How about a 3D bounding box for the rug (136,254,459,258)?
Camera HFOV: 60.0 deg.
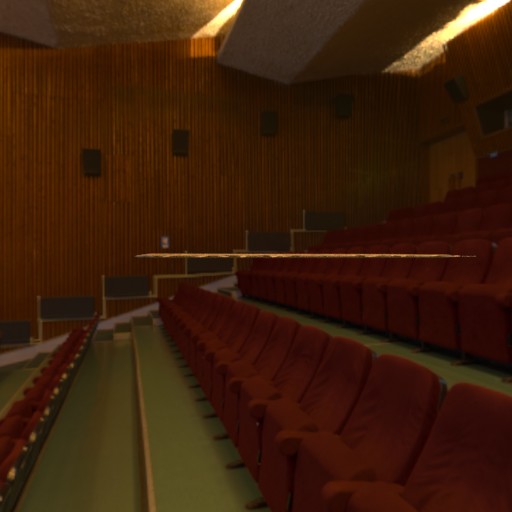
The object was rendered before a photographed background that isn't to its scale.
[{"bbox_3d":[0.000,0.000,3.177,1.619,0.023,2.465,0,0,-17],"label":"rug"}]
